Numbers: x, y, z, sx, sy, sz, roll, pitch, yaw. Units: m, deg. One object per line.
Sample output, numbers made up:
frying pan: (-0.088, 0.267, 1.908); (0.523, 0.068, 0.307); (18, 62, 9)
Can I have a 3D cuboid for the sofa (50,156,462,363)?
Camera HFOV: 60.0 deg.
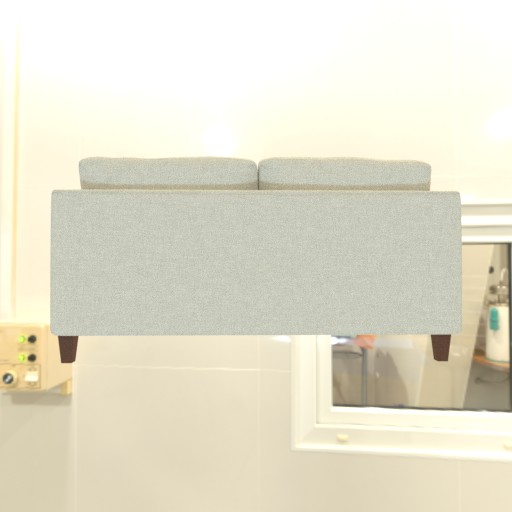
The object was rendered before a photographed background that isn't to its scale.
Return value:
sofa: (0.000, 0.000, 2.414); (1.838, 0.963, 0.950); (0, -1, -1)
